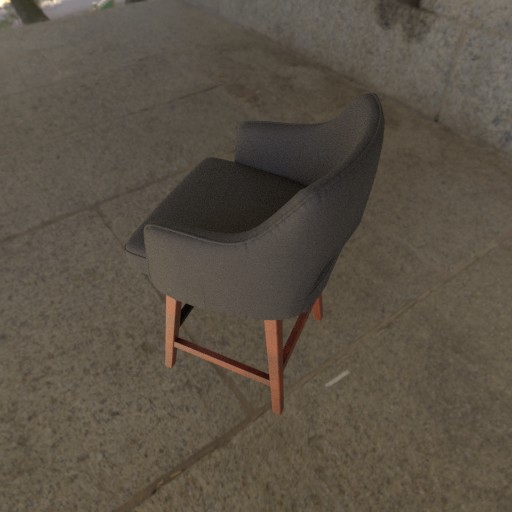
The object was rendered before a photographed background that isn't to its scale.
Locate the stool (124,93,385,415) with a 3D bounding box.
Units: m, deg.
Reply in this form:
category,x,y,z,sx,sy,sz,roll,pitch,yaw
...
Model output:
category,x,y,z,sx,sy,sz,roll,pitch,yaw
stool,0.000,0.000,1.284,0.558,0.912,0.548,18,49,17
